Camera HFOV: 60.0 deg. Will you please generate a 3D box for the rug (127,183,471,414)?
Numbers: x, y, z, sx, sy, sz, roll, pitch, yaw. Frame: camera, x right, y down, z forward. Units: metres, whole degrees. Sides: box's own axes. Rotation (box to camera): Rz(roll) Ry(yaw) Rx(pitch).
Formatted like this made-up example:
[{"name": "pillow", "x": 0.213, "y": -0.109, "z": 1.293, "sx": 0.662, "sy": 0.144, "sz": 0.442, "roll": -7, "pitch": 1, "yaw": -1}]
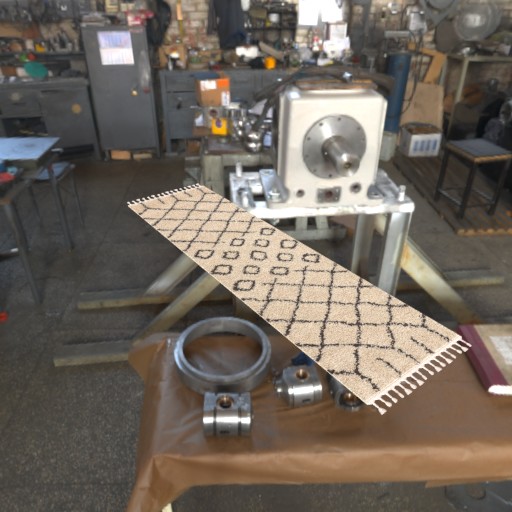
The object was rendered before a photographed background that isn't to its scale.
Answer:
[{"name": "rug", "x": 0.000, "y": 0.000, "z": 2.709, "sx": 0.660, "sy": 0.005, "sz": 2.464, "roll": -21, "pitch": 37, "yaw": -31}]
